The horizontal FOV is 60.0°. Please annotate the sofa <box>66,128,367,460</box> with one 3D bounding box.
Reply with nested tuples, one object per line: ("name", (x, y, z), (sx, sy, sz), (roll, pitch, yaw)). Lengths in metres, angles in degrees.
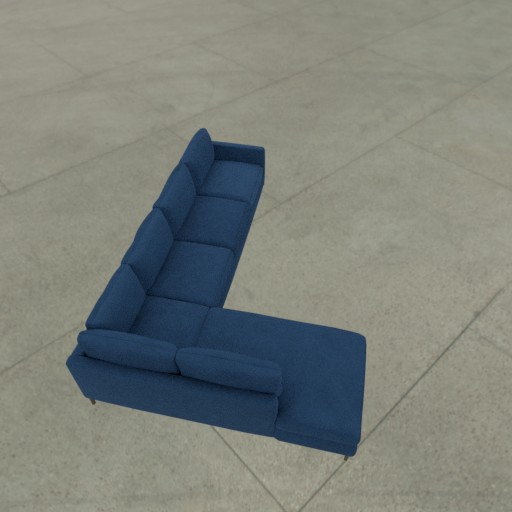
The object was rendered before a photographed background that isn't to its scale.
("sofa", (0.000, 0.000, 3.937), (2.007, 0.815, 2.949), (9, 46, 8))
